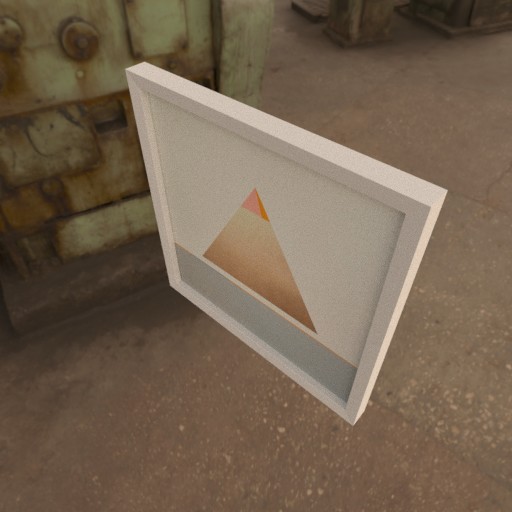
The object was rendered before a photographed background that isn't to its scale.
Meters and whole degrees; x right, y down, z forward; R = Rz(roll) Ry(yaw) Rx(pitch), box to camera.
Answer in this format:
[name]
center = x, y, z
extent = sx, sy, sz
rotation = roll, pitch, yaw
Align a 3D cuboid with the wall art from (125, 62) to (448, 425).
[wall art]
center = 0.000, 0.000, 1.919
extent = 1.289, 1.291, 0.098
rotation = 32, 53, 28
